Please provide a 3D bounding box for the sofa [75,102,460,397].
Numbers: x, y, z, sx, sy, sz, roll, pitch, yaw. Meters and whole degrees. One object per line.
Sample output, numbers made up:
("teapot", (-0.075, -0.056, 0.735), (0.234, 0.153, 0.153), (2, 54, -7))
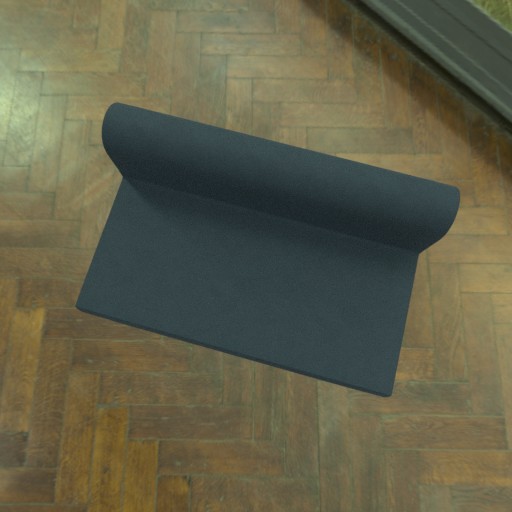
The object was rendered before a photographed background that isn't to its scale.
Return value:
("sofa", (0.000, 0.000, 1.712), (1.219, 0.660, 0.762), (15, 77, 4))
